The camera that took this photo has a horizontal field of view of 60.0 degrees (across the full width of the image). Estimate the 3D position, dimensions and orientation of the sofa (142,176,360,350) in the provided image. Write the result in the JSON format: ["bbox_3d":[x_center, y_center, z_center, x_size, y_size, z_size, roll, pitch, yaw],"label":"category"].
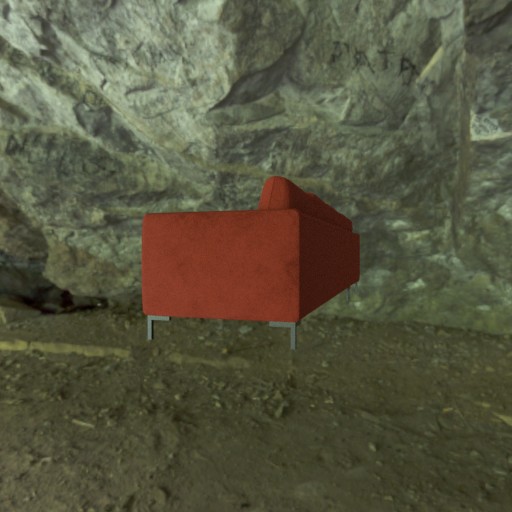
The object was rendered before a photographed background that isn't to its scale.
[{"bbox_3d":[0.000,0.000,2.932,1.136,0.663,2.467,0,1,18],"label":"sofa"}]
